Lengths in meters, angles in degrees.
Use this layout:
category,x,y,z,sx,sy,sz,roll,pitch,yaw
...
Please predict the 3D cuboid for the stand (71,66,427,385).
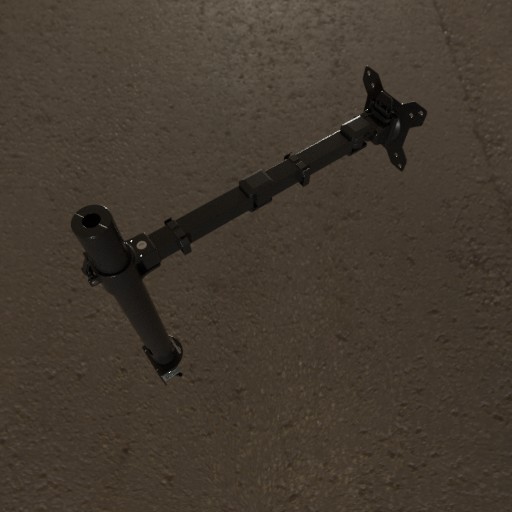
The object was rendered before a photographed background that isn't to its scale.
category,x,y,z,sx,sy,sz,roll,pitch,yaw
stand,0.000,0.000,0.702,0.456,0.510,0.115,-31,64,-17
